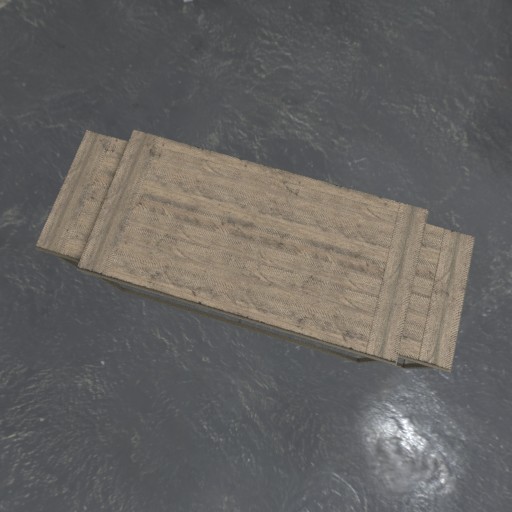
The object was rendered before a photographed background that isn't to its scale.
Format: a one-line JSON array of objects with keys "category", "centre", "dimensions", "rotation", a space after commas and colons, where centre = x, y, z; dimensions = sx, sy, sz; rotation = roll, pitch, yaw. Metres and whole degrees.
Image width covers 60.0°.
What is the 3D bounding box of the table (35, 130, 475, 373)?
[{"category": "table", "centre": [0.000, 0.000, 1.547], "dimensions": [1.312, 0.427, 0.489], "rotation": [16, 76, 4]}]
